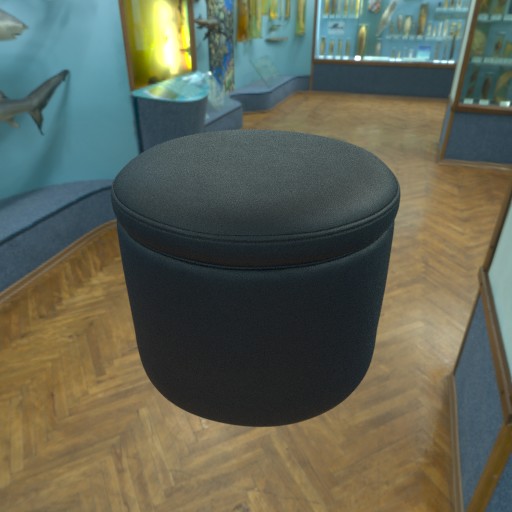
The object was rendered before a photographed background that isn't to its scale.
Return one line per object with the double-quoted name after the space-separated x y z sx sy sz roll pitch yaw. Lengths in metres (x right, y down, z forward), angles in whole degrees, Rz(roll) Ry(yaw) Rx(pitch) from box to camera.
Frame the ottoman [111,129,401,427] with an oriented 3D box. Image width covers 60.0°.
0.000 0.000 0.873 0.501 0.409 0.501 0 30 0 "ottoman"
